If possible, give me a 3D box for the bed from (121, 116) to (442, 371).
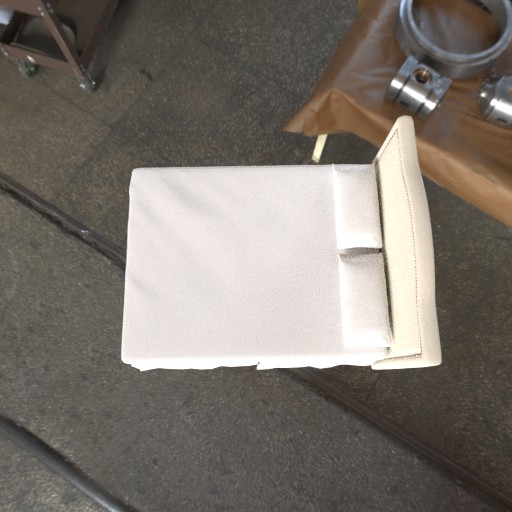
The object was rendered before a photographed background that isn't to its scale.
[{"bbox_3d":[0.000,0.000,3.455,2.196,1.449,1.741,-1,75,0],"label":"bed"}]
